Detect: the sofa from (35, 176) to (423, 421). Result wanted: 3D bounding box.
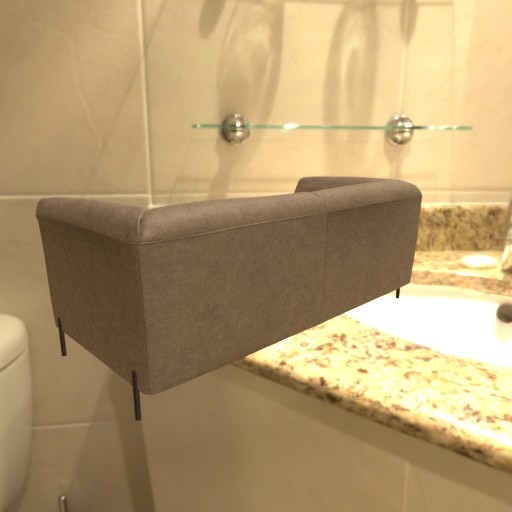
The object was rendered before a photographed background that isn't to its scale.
[{"bbox_3d":[0.000,0.000,2.334,1.878,0.747,0.905,-13,19,-42],"label":"sofa"}]
